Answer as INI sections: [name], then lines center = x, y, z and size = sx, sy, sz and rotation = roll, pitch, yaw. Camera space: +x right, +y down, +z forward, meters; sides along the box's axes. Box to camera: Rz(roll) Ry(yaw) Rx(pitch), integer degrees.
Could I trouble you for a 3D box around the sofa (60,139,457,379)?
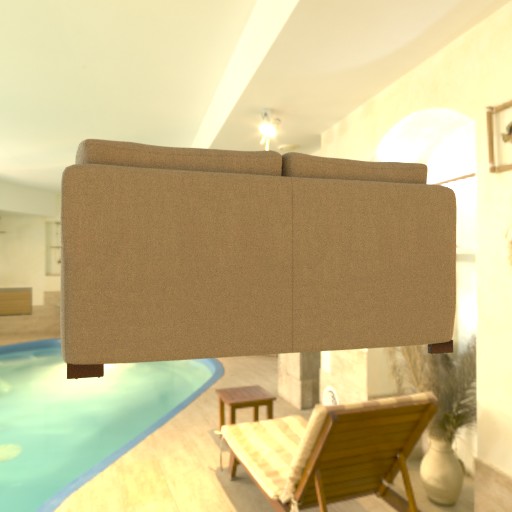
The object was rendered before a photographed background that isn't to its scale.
[sofa]
center = 0.000, 0.000, 2.401
size = 1.855, 0.980, 0.962
rotation = 0, -1, -17
